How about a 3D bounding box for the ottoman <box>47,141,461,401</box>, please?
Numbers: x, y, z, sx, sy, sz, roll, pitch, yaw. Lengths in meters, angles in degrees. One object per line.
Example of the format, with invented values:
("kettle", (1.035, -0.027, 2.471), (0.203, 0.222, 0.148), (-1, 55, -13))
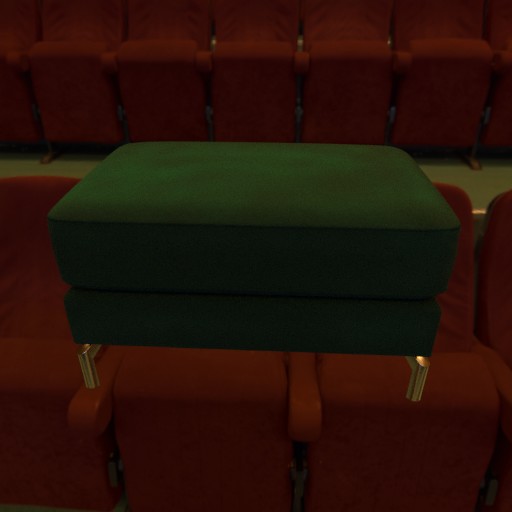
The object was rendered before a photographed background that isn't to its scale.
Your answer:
("ottoman", (0.000, 0.000, 1.231), (0.886, 0.533, 0.536), (2, 30, 3))
